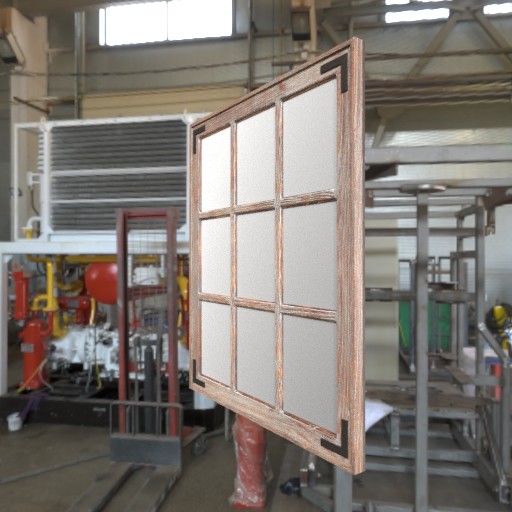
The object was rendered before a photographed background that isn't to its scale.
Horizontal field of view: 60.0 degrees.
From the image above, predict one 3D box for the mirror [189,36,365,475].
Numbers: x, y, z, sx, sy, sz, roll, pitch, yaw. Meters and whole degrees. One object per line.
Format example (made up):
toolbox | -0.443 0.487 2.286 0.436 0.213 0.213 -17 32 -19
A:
mirror | 0.000 0.000 1.198 0.032 0.882 0.730 0 0 -35
